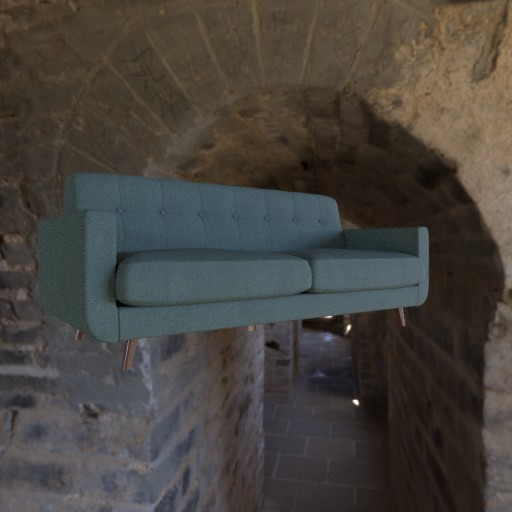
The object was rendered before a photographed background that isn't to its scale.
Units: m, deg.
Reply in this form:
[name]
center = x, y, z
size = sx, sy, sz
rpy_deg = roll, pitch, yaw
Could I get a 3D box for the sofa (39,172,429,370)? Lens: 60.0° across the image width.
[sofa]
center = 0.000, 0.000, 2.432
size = 2.029, 0.841, 0.909
rpy_deg = 0, 1, -36
